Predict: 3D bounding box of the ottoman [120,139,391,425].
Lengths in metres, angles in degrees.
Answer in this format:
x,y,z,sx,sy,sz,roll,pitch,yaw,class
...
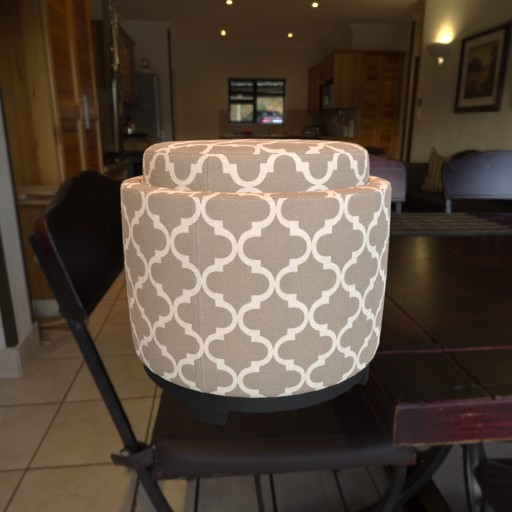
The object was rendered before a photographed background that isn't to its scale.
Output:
x,y,z,sx,sy,sz,roll,pitch,yaw,class
0.000,0.000,0.844,0.480,0.429,0.480,0,16,0,ottoman
